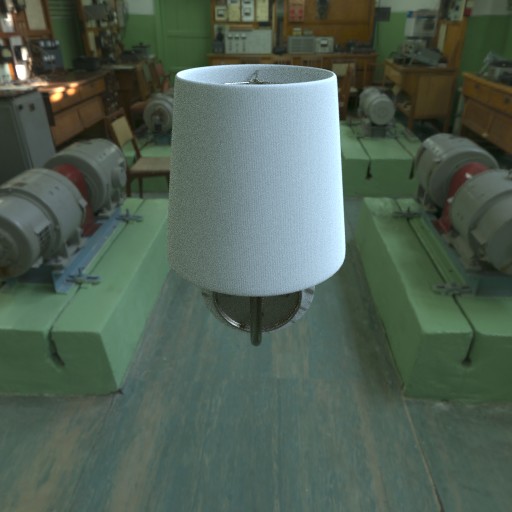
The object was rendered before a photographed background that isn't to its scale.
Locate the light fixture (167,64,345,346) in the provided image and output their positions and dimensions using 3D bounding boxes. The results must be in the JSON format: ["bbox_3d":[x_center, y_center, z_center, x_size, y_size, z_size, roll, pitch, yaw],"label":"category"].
[{"bbox_3d":[0.000,0.000,0.437,0.168,0.337,0.188,1,29,1],"label":"light fixture"}]
